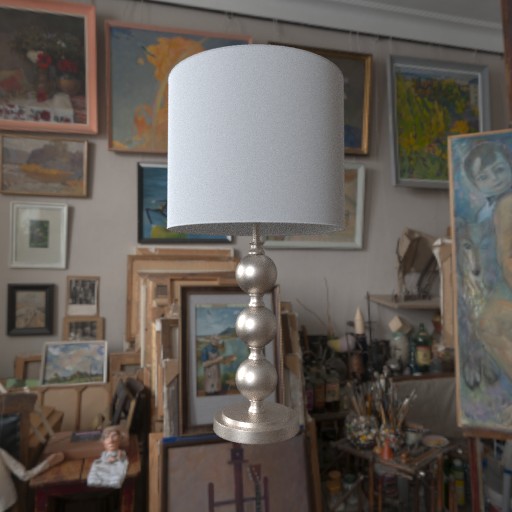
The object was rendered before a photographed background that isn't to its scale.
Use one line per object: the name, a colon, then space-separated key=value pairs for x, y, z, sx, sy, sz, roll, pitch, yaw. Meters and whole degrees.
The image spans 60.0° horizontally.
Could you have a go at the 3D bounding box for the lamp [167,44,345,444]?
lamp: x=0.000 y=0.000 z=0.701 sx=0.277 sy=0.538 sz=0.277 roll=-1 pitch=-1 yaw=37
